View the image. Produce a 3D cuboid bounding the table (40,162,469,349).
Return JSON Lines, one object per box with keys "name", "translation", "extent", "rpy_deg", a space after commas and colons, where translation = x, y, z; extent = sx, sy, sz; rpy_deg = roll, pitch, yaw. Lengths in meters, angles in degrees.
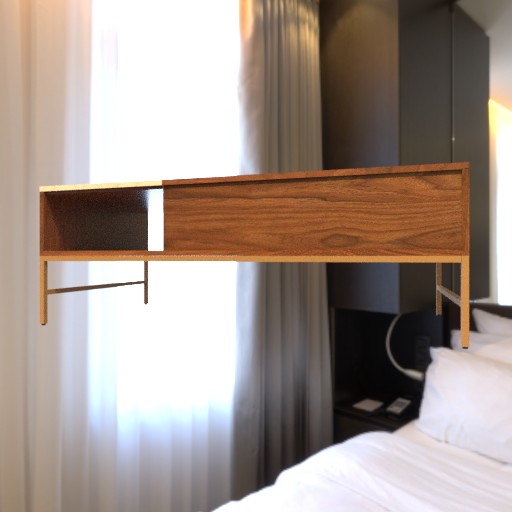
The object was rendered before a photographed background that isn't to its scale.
{"name": "table", "translation": [0.000, 0.000, 1.908], "extent": [1.553, 0.551, 0.789], "rpy_deg": [0, 0, 17]}
